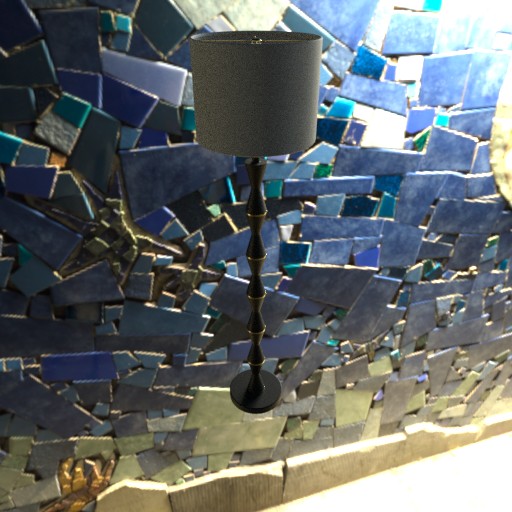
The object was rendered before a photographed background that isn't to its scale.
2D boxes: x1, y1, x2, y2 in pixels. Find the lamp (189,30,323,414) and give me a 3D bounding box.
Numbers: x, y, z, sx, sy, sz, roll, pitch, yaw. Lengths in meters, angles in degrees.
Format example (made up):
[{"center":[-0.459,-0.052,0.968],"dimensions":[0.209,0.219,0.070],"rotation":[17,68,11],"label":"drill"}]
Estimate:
[{"center":[0.000,0.000,1.660],"dimensions":[0.381,1.480,0.381],"rotation":[-1,32,-1],"label":"lamp"}]
